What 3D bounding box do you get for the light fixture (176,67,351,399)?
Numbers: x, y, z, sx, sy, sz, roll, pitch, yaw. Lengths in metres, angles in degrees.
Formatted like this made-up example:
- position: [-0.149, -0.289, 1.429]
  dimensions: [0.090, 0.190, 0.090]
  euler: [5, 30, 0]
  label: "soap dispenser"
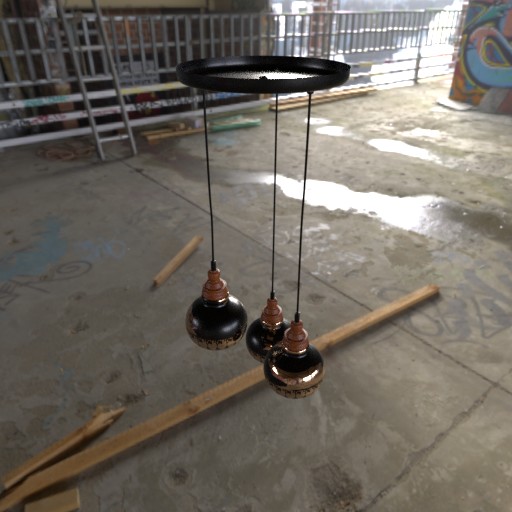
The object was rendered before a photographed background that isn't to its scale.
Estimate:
- position: [0.000, 0.000, 1.773]
  dimensions: [0.605, 1.410, 0.608]
  euler: [-9, 31, -16]
  label: "light fixture"
